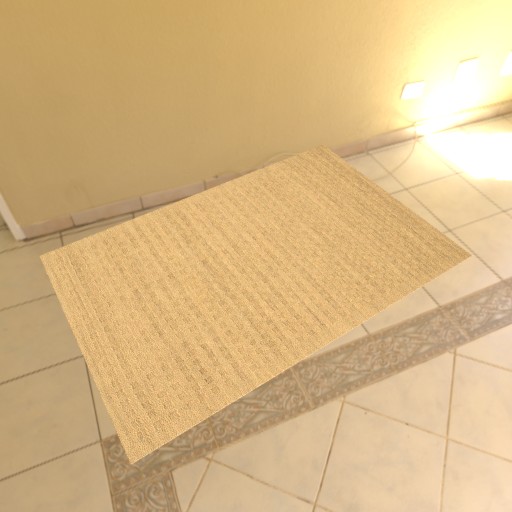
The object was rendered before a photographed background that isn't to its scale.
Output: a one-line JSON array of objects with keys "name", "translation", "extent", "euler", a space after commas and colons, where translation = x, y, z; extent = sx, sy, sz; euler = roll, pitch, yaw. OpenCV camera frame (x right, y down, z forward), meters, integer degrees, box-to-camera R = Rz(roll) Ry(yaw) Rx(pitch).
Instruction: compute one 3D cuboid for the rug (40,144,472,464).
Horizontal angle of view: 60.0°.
[{"name": "rug", "translation": [0.000, 0.000, 2.143], "extent": [1.752, 0.006, 1.142], "euler": [-26, 52, -22]}]
